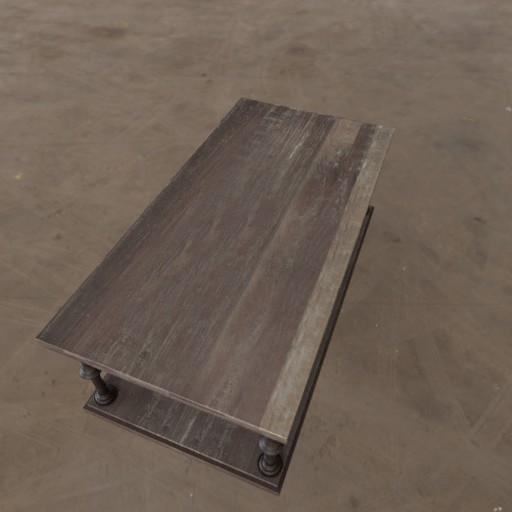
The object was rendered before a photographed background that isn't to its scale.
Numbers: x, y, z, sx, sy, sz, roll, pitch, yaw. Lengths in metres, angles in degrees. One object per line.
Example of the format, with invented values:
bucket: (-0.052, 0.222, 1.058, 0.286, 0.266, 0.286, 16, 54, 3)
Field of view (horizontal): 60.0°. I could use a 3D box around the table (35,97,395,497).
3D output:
table: (0.000, 0.000, 1.330, 0.554, 0.373, 1.088, 16, 50, 15)
